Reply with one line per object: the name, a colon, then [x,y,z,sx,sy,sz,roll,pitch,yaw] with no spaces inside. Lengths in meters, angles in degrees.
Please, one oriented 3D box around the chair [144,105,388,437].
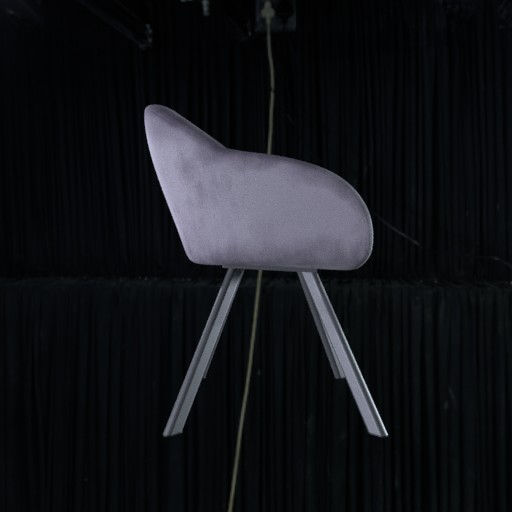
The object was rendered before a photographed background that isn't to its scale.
chair: [0.000,0.000,1.220,0.590,0.795,0.550,0,1,0]
